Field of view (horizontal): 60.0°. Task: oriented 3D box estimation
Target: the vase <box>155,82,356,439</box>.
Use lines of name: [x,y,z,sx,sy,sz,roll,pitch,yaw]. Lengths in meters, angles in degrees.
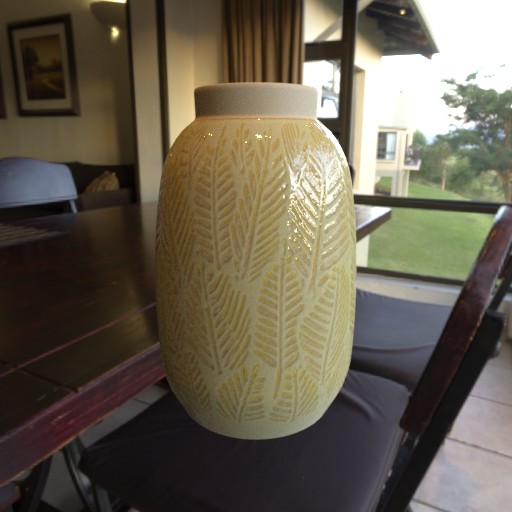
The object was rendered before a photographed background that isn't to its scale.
vase: [0.000,0.000,0.382,0.172,0.270,0.172,0,15,0]
